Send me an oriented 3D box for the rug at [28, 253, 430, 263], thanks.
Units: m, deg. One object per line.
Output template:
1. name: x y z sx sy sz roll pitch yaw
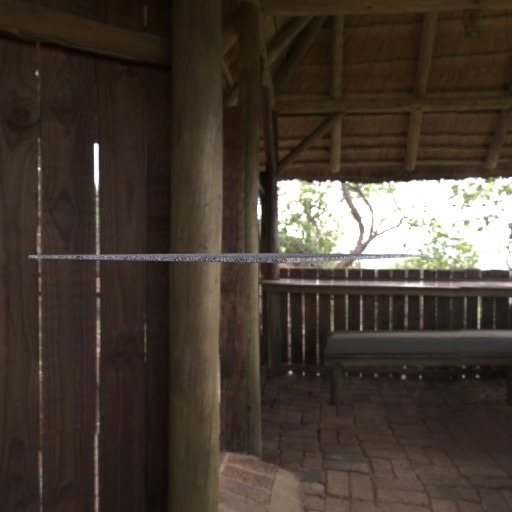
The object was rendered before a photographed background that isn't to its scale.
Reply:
1. rug: 0.000 0.000 4.115 2.401 0.025 3.000 0 1 34
